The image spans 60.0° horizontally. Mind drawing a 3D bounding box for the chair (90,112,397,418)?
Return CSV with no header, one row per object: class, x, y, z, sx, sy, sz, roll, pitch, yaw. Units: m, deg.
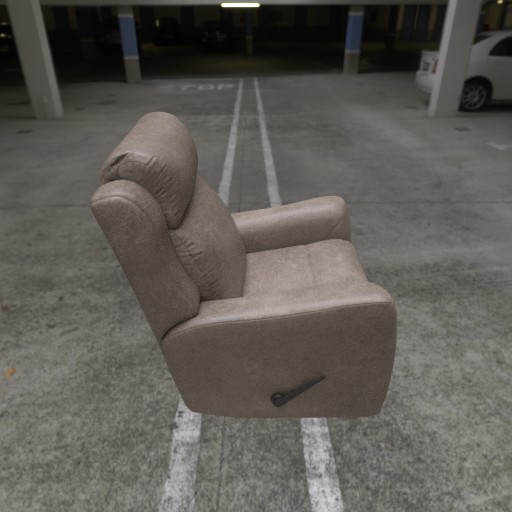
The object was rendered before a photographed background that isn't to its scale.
chair,0.000,0.000,1.944,1.068,1.116,0.967,-1,30,-1
